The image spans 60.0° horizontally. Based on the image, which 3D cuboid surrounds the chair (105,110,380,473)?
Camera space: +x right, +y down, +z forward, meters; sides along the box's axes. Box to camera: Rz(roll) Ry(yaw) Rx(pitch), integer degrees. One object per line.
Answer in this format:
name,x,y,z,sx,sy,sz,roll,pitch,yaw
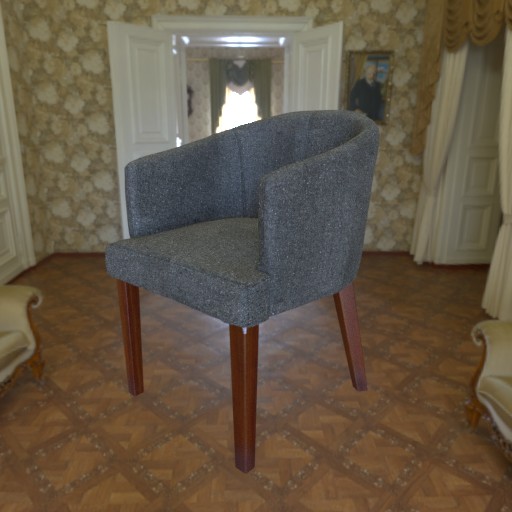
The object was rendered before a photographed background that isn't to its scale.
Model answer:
chair,0.000,0.000,1.260,0.583,0.811,0.655,13,20,40
